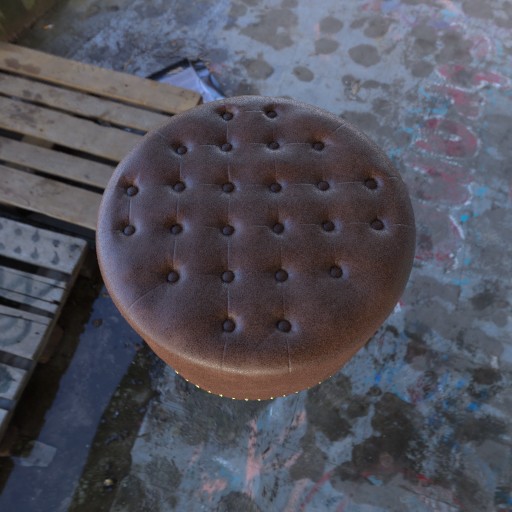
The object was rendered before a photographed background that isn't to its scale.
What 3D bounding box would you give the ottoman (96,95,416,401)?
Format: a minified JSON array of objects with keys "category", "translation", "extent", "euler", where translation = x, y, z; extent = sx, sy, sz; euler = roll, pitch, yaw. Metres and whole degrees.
[{"category":"ottoman","translation":[0.000,0.000,1.056],"extent":[0.637,0.442,0.637],"euler":[0,64,0]}]
